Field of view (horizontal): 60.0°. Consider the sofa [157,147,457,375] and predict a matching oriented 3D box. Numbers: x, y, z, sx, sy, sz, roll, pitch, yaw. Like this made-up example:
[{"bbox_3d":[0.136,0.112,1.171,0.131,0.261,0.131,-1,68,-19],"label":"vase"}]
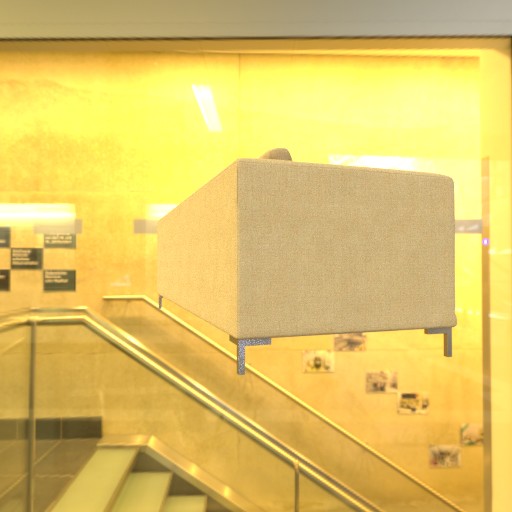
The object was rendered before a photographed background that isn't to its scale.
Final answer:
[{"bbox_3d":[0.000,0.000,2.824,0.969,0.867,2.415,0,-1,-19],"label":"sofa"}]
